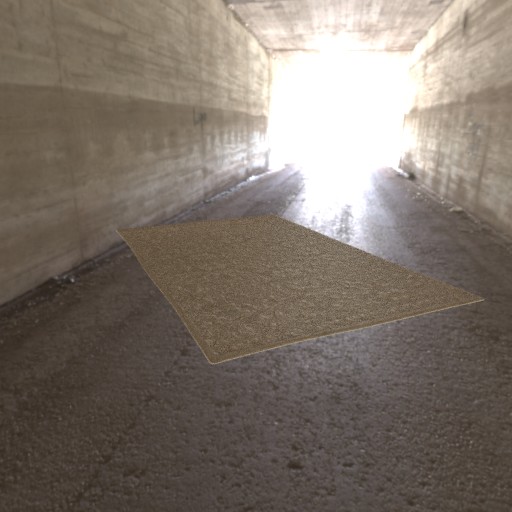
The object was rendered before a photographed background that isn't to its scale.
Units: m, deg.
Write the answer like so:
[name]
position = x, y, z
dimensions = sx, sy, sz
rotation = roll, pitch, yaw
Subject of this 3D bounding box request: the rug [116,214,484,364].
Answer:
[rug]
position = 0.000, 0.000, 3.074
dimensions = 1.529, 0.012, 2.435
rotation = -8, 19, -24
